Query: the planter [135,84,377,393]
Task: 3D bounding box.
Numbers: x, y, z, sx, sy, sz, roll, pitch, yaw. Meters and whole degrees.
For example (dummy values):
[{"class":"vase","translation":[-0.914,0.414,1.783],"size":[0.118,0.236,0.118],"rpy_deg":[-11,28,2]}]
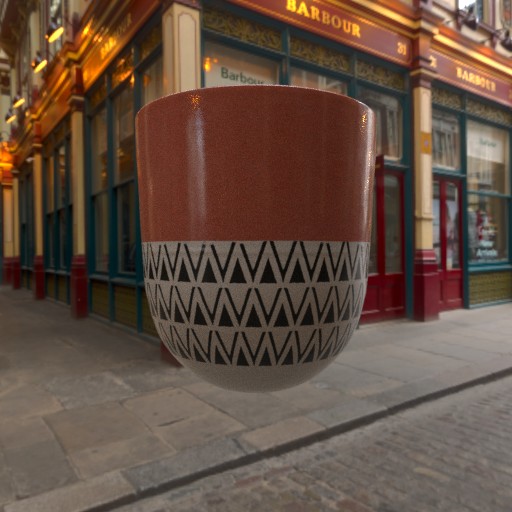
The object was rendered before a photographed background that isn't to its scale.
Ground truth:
[{"class":"planter","translation":[0.000,0.000,0.371],"size":[0.195,0.214,0.195],"rpy_deg":[0,1,0]}]
